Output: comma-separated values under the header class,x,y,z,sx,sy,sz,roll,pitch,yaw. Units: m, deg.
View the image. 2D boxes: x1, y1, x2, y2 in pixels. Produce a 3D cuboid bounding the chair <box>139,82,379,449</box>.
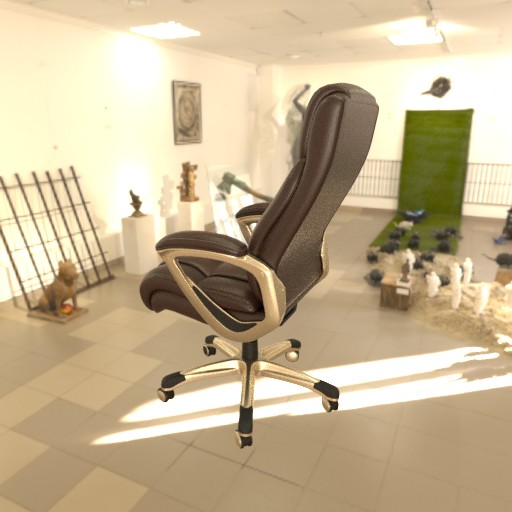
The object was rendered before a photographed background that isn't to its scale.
class,x,y,z,sx,sy,sz,roll,pitch,yaw
chair,0.000,0.000,1.675,0.749,1.194,0.692,8,18,24
